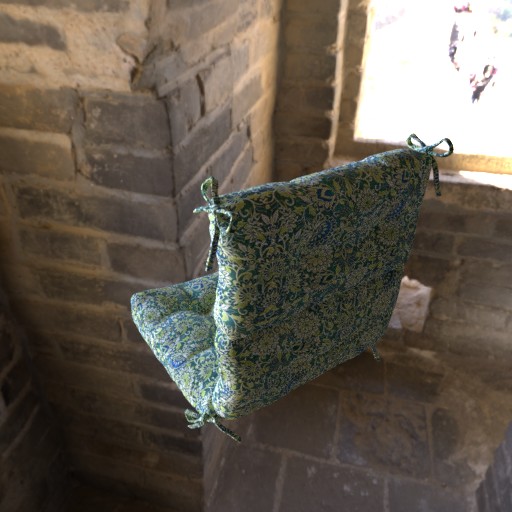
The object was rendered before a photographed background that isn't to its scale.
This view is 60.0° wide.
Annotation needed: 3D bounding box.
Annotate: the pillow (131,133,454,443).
[{"bbox_3d":[0.000,0.000,1.018,0.519,0.605,0.571,-20,37,-29],"label":"pillow"}]
